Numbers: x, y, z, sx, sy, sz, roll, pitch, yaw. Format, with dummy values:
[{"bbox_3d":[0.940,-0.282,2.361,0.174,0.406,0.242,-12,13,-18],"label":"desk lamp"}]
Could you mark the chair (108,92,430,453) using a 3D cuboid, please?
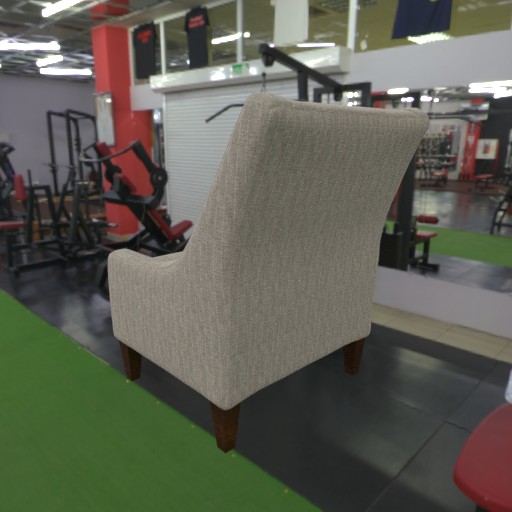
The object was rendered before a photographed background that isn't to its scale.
[{"bbox_3d":[0.000,0.000,1.602,0.774,1.014,0.870,-13,20,-42],"label":"chair"}]
